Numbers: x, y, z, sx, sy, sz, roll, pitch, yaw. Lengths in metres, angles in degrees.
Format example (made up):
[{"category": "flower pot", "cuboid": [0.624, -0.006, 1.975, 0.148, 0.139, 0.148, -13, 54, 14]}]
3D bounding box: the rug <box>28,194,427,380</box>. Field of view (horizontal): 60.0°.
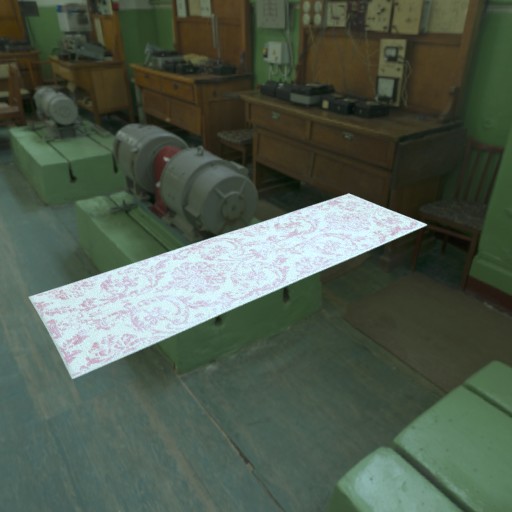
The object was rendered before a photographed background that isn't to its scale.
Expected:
[{"category": "rug", "cuboid": [0.000, 0.000, 2.436, 2.196, 0.011, 0.662, -20, 35, -32]}]
